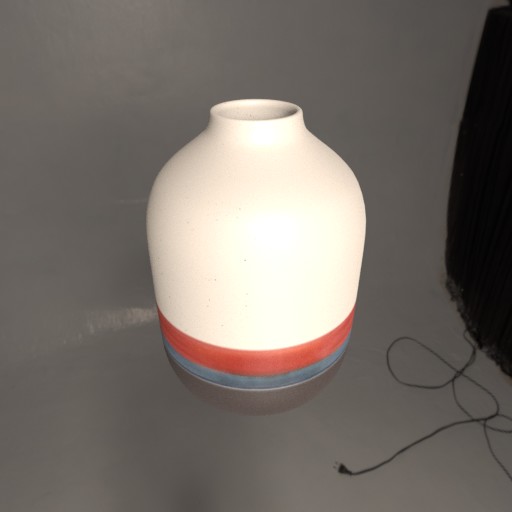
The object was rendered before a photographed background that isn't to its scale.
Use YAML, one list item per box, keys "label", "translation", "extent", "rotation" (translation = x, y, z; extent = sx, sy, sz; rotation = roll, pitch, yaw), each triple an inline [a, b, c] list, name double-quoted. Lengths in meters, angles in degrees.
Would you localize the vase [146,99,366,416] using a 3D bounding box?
- label: "vase"
  translation: [0.000, 0.000, 0.366]
  extent: [0.169, 0.237, 0.169]
  rotation: [0, 31, 0]
